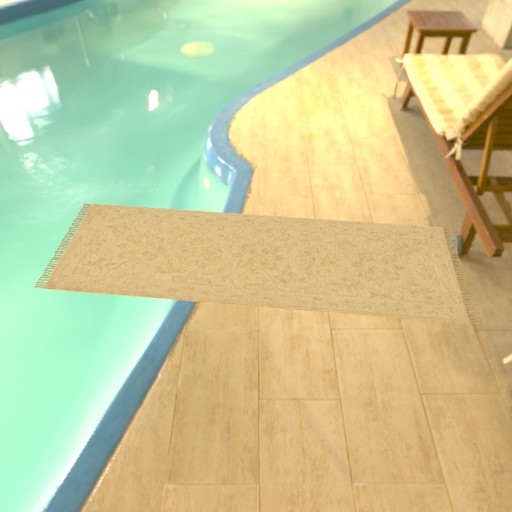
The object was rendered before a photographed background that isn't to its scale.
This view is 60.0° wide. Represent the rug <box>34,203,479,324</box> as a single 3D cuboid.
[{"bbox_3d":[0.000,0.000,2.797,2.544,0.015,0.795,4,46,4],"label":"rug"}]
